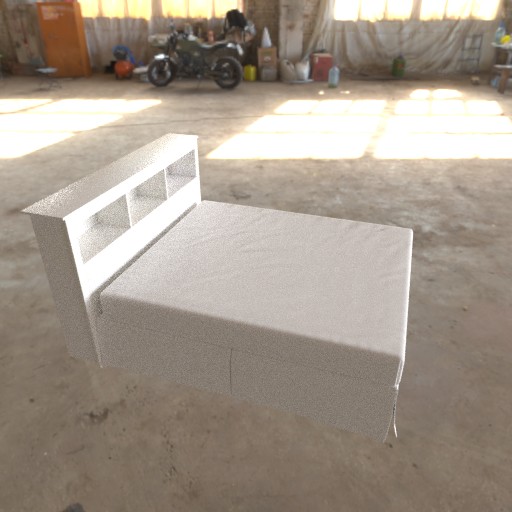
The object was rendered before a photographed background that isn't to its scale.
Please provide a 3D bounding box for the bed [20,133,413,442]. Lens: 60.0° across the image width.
[{"bbox_3d":[0.000,0.000,3.064,2.133,1.092,1.671,10,32,16],"label":"bed"}]
